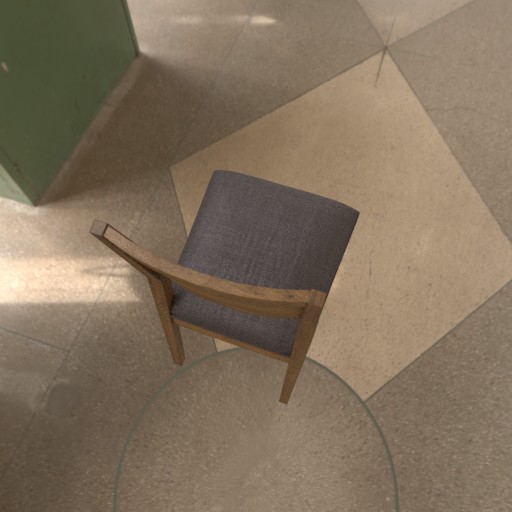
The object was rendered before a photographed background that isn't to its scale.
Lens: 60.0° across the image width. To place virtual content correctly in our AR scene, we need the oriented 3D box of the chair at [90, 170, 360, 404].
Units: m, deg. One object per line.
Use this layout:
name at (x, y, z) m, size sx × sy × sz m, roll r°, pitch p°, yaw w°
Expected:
chair at (0.000, 0.000, 1.276) m, size 0.501 × 0.939 × 0.610 m, roll 17°, pitch 64°, yaw 9°
